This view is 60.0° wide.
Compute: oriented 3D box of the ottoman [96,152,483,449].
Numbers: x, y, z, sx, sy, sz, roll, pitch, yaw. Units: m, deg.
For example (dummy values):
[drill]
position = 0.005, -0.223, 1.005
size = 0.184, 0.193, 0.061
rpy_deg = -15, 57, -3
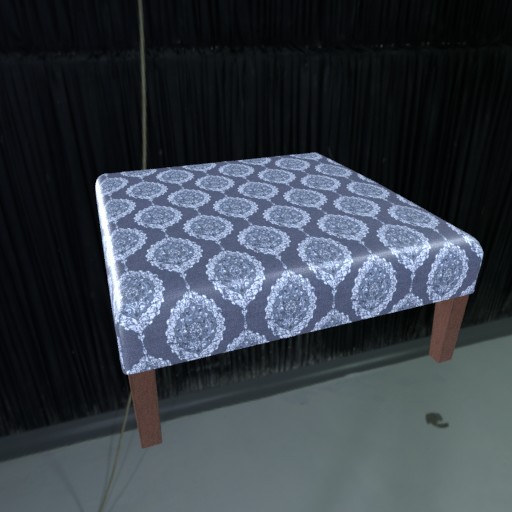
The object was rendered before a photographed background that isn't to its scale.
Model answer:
[ottoman]
position = 0.000, 0.000, 1.397
size = 0.889, 0.409, 0.890
rpy_deg = -10, 30, -18
